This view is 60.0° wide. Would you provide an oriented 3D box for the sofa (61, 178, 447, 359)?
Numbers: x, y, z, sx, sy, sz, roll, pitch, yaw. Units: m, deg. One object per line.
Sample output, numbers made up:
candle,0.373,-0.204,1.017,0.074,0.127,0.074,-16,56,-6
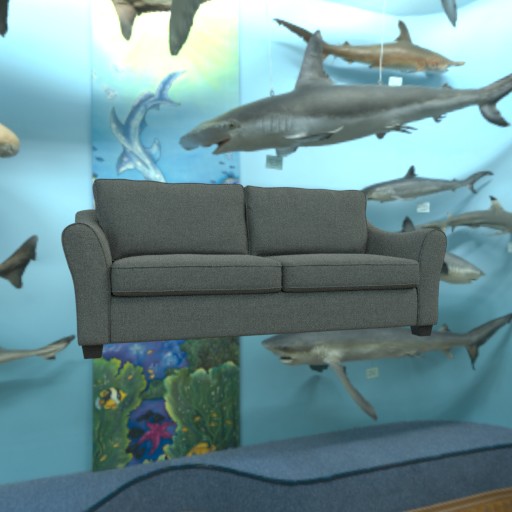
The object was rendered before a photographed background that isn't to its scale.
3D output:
sofa,0.000,0.000,2.807,2.203,0.976,1.013,0,1,-17
